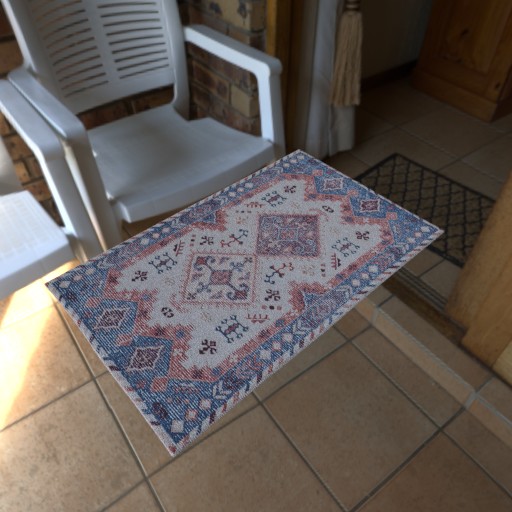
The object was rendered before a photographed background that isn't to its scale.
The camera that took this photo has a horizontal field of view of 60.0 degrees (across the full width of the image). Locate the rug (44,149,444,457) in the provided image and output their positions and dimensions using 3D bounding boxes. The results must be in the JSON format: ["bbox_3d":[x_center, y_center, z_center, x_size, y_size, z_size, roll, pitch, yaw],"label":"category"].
[{"bbox_3d":[0.000,0.000,3.146,2.464,0.023,1.521,-33,54,-28],"label":"rug"}]
